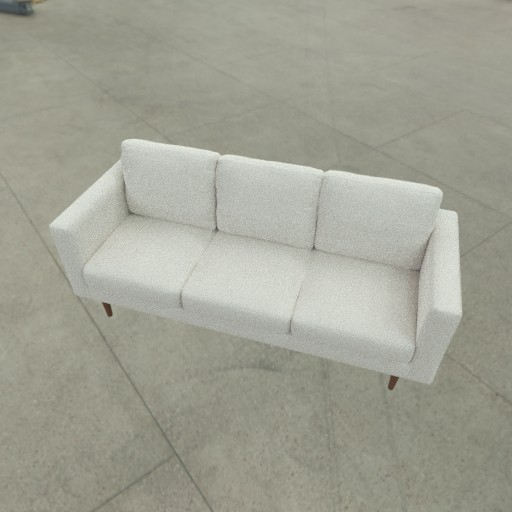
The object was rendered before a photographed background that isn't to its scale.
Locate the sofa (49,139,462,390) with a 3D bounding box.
[{"bbox_3d":[0.000,0.000,2.476,2.029,0.912,0.802,12,43,13],"label":"sofa"}]
